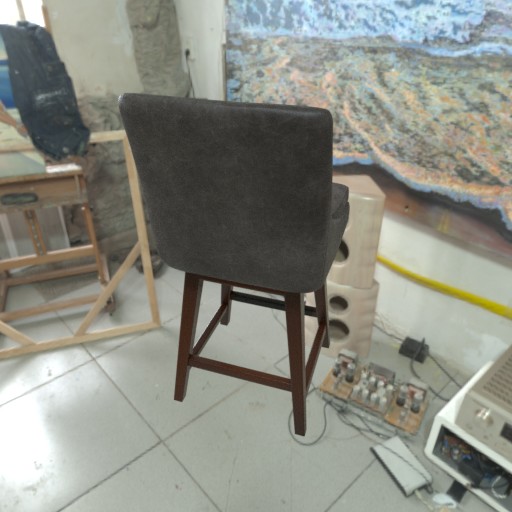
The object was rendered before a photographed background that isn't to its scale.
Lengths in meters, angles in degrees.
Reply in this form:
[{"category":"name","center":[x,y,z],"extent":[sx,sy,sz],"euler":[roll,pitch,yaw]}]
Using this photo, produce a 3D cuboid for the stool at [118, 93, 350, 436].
[{"category":"stool","center":[0.000,0.000,1.382],"extent":[0.492,1.046,0.587],"euler":[10,33,16]}]
